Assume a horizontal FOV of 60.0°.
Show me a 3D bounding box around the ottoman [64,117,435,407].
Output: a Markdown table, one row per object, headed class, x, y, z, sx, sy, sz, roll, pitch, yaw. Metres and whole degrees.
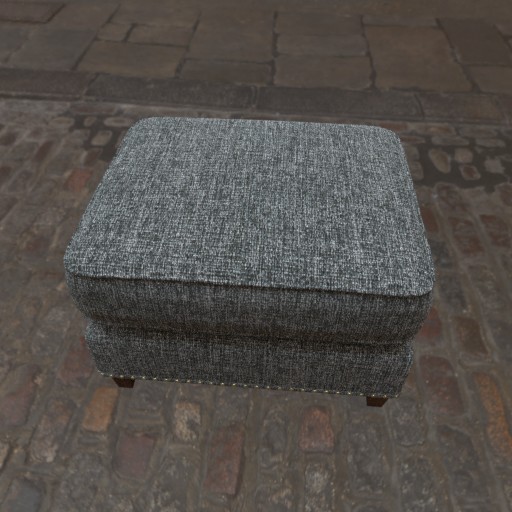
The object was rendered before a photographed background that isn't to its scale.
| class | x | y | z | sx | sy | sz | roll | pitch | yaw |
| --- | --- | --- | --- | --- | --- | --- | --- | --- | --- |
| ottoman | 0.000 | 0.000 | 1.138 | 0.738 | 0.537 | 0.589 | 3 | 47 | 3 |
